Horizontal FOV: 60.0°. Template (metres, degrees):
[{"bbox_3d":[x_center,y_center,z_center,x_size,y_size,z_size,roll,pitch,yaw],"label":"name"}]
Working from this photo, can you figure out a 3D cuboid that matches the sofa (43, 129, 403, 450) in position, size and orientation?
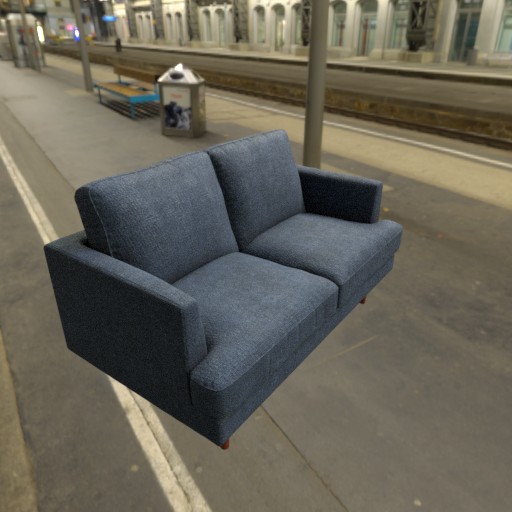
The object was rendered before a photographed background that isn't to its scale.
[{"bbox_3d":[0.000,0.000,2.110,0.903,0.944,1.582,18,32,32],"label":"sofa"}]
